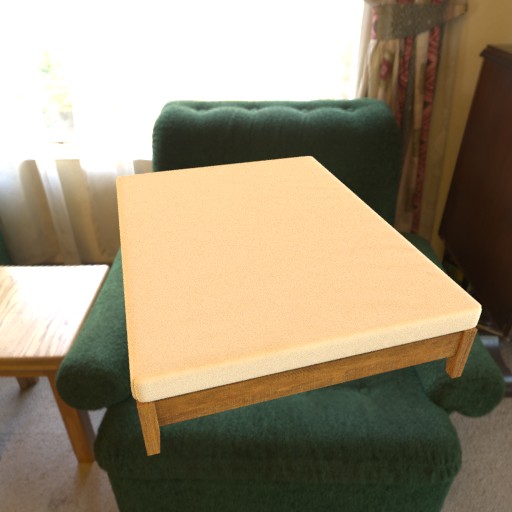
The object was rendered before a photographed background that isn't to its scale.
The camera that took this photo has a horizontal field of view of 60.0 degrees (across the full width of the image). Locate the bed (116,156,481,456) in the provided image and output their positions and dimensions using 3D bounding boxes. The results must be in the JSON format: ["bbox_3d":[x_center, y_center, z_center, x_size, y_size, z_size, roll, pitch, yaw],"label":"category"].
[{"bbox_3d":[0.000,0.000,2.693,1.536,0.431,2.016,-9,34,-14],"label":"bed"}]
